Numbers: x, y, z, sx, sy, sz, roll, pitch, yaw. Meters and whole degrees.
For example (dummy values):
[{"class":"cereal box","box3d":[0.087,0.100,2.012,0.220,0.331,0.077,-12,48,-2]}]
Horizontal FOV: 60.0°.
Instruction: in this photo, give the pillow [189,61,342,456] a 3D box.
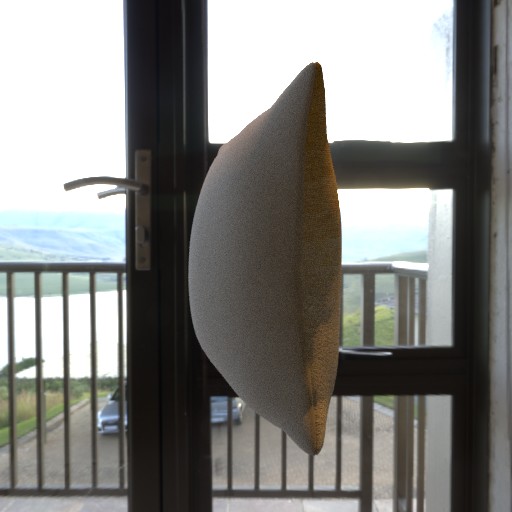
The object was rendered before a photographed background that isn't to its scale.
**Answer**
[{"class":"pillow","box3d":[0.000,0.000,0.712,0.211,0.450,0.450,0,2,-18]}]
